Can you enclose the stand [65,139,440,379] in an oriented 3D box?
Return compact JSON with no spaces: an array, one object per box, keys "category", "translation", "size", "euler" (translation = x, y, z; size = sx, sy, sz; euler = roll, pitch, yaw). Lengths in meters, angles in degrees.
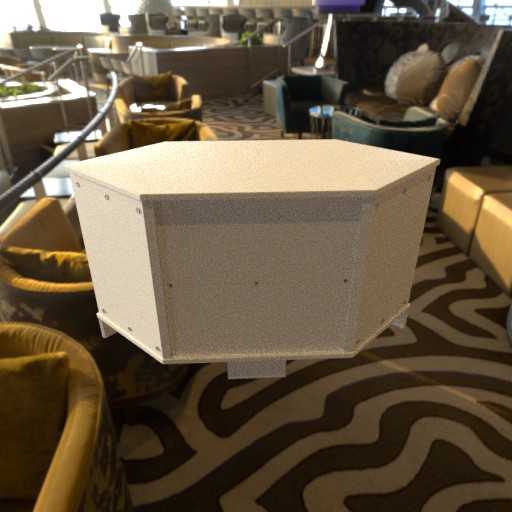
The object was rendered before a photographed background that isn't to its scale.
[{"category":"stand","translation":[0.000,0.000,1.411],"size":[1.072,0.614,0.477],"euler":[-1,29,-2]}]
